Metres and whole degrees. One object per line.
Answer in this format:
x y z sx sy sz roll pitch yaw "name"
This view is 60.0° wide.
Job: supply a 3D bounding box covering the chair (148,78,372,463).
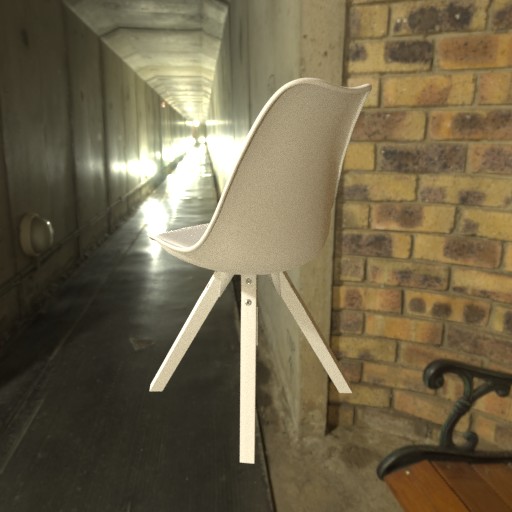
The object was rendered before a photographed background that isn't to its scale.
0.000 0.000 1.195 0.485 0.850 0.550 -16 23 -42 "chair"
